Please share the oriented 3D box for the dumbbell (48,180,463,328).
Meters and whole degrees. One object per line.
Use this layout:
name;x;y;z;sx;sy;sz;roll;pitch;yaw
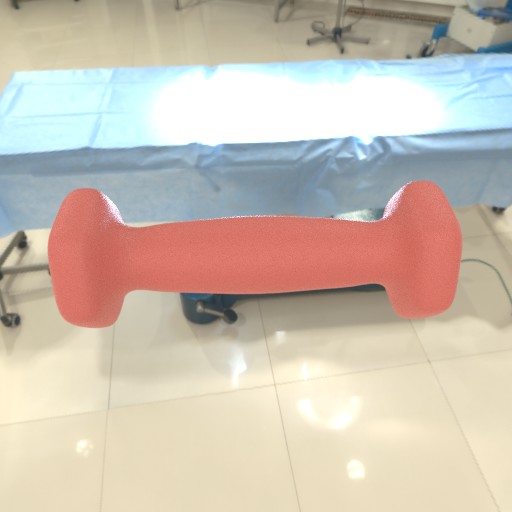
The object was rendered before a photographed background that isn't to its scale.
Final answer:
dumbbell;0.000;0.000;0.145;0.123;0.043;0.047;-1;47;-1
